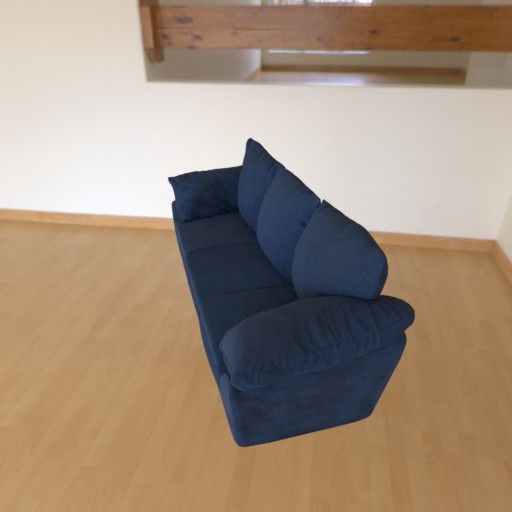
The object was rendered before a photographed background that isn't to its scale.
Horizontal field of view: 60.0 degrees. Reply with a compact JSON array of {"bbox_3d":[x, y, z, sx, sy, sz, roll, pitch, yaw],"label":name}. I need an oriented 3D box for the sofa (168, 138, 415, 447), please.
[{"bbox_3d":[0.000,0.000,2.916,0.907,1.091,2.390,-8,31,-14],"label":"sofa"}]
